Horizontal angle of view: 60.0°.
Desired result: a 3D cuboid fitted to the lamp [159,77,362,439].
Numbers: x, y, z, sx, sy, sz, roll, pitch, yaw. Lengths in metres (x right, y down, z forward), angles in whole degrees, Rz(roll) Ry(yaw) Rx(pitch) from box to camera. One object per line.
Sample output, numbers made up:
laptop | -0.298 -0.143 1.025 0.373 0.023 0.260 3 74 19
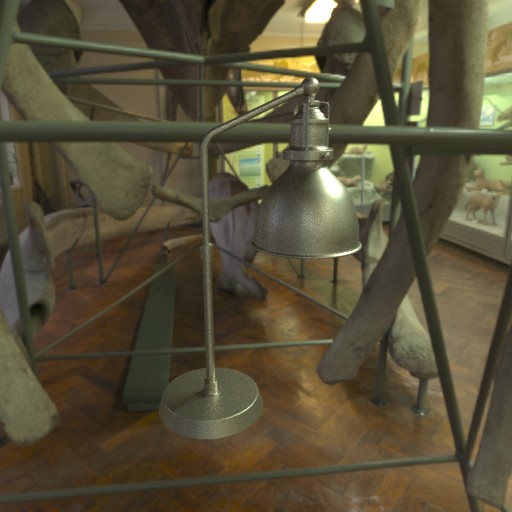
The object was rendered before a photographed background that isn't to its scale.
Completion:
lamp | 0.000 0.000 0.603 0.286 0.456 0.153 -2 16 -6
